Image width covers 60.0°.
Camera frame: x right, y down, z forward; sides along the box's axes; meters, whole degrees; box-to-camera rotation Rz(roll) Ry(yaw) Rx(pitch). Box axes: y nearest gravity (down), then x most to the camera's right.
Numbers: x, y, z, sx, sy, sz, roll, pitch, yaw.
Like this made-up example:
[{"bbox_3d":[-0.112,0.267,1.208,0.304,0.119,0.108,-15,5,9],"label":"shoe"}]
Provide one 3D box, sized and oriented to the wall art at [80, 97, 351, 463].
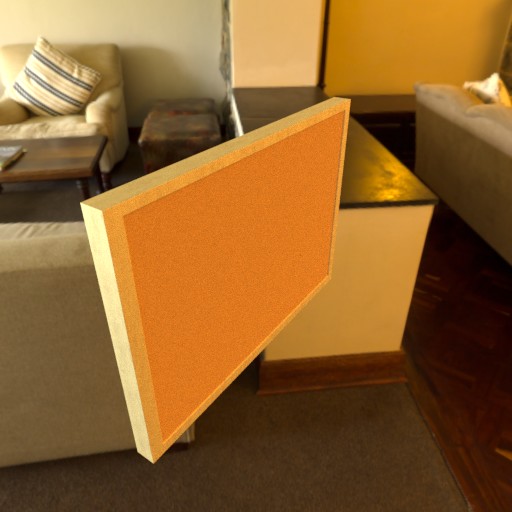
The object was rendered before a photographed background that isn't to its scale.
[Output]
[{"bbox_3d":[0.000,0.000,0.693,0.032,0.380,0.532,20,37,29],"label":"wall art"}]
